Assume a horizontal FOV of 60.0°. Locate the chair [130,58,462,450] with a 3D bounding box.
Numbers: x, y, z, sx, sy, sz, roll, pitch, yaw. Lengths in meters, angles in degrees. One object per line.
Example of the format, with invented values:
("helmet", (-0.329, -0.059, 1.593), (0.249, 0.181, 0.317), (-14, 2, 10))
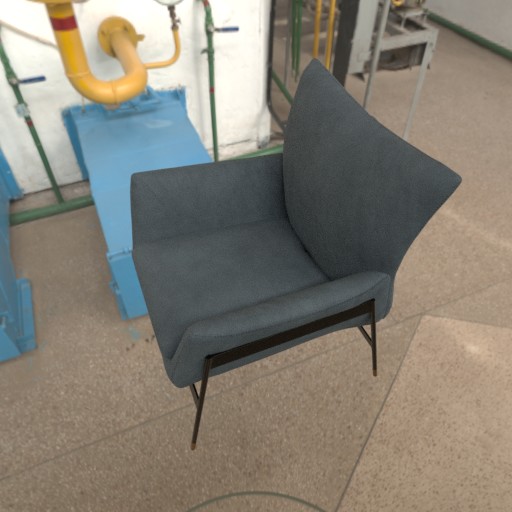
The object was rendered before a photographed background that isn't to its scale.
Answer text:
("chair", (0.000, 0.000, 1.363), (0.709, 0.858, 0.678), (-17, 48, -15))
